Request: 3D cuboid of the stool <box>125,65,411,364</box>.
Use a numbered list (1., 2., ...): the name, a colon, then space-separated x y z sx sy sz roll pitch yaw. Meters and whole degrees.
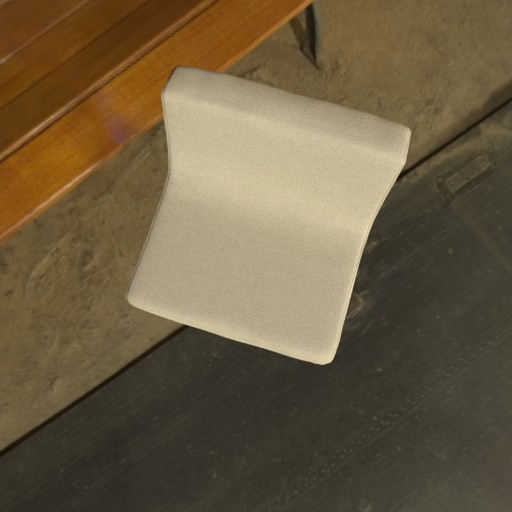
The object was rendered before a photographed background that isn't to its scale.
1. stool: 0.000 0.000 1.276 0.511 0.937 0.500 17 77 4
